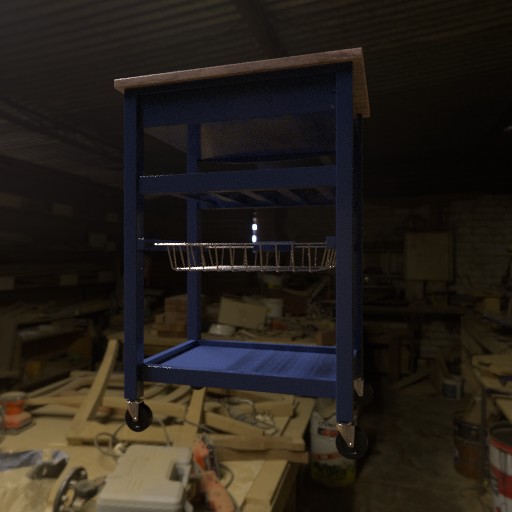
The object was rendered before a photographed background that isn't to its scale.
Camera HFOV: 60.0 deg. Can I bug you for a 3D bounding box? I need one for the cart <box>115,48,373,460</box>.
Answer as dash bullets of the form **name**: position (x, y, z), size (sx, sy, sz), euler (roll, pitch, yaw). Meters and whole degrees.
- **cart**: position (0.000, 0.000, 1.165), size (0.584, 0.839, 0.403), euler (0, 0, 17)
